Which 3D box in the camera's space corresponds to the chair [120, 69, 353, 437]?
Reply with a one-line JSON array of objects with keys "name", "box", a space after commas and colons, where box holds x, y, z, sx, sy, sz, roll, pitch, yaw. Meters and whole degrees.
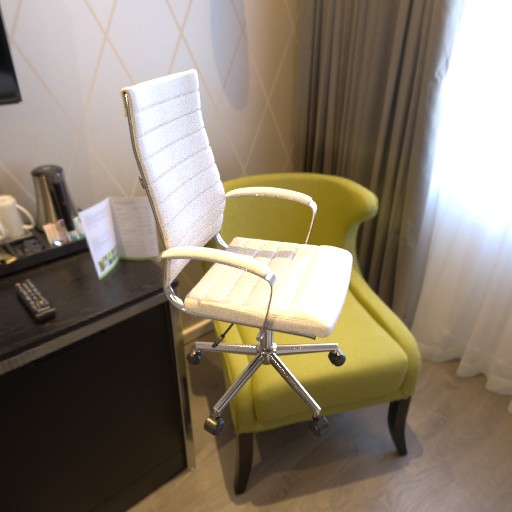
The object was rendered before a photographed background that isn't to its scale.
[{"name": "chair", "box": [0.000, 0.000, 1.555, 0.679, 1.149, 0.679, 10, 31, 16]}]
